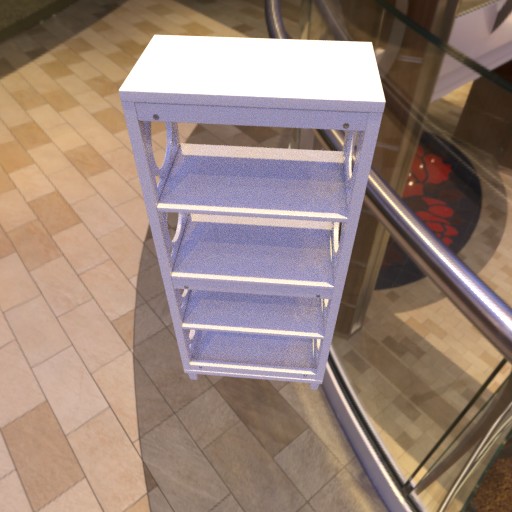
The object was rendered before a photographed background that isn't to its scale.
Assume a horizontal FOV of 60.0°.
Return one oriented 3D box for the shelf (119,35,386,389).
[{"bbox_3d":[0.000,0.000,1.633,0.611,1.411,0.340,4,47,3],"label":"shelf"}]
